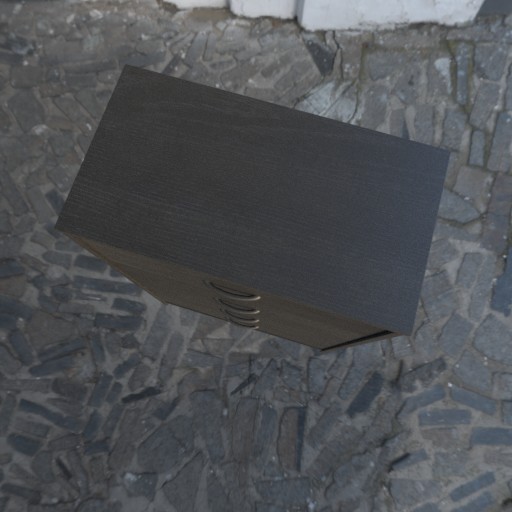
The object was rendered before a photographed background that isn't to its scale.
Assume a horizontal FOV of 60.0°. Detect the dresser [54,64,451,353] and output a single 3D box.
[{"bbox_3d":[0.000,0.000,1.362,0.700,1.020,0.398,16,76,4],"label":"dresser"}]
